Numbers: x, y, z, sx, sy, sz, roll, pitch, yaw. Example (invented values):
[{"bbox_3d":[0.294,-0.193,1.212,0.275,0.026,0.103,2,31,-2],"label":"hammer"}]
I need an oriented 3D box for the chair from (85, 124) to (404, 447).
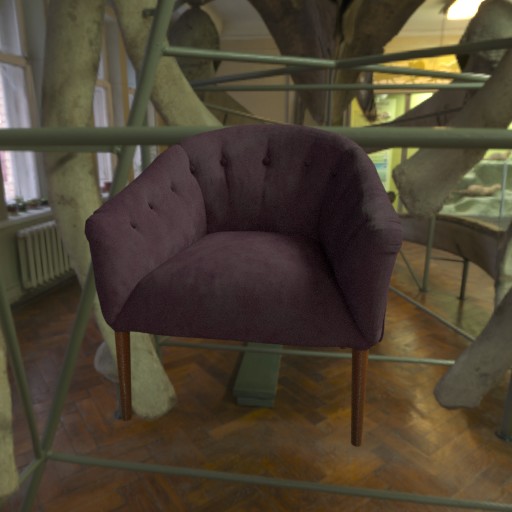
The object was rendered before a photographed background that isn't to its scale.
[{"bbox_3d":[0.000,0.000,1.516,0.851,0.885,0.776,3,15,9],"label":"chair"}]
